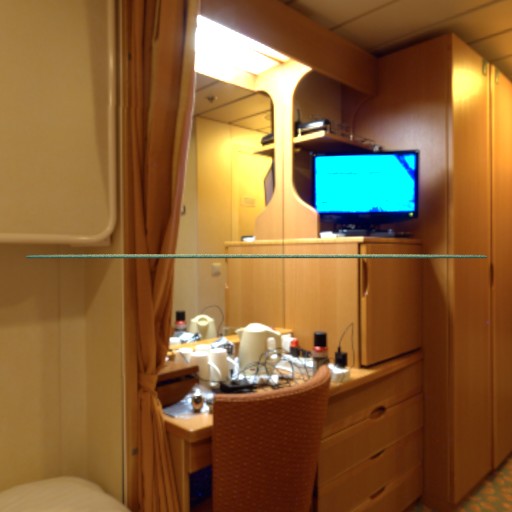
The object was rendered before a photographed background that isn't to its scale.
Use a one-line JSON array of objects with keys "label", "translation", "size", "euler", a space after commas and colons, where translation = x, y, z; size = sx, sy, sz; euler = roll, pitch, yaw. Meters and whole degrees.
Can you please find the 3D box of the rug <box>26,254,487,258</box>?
[{"label": "rug", "translation": [0.000, 0.000, 3.569], "size": [2.769, 0.018, 1.830], "euler": [0, 0, -1]}]
